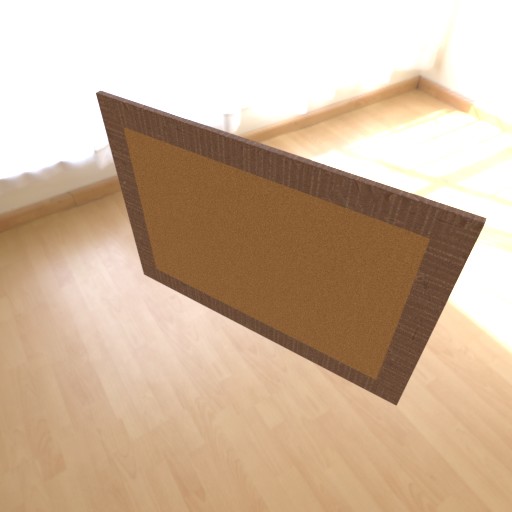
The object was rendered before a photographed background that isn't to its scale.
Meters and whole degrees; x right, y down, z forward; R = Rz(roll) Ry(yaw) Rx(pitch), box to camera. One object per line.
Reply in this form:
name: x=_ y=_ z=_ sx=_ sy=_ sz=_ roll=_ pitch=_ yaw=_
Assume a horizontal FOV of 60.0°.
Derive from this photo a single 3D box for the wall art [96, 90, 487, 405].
wall art: x=0.000 y=0.000 z=1.329 sx=1.056 sy=0.761 sz=0.020 roll=24 pitch=50 yaw=22
